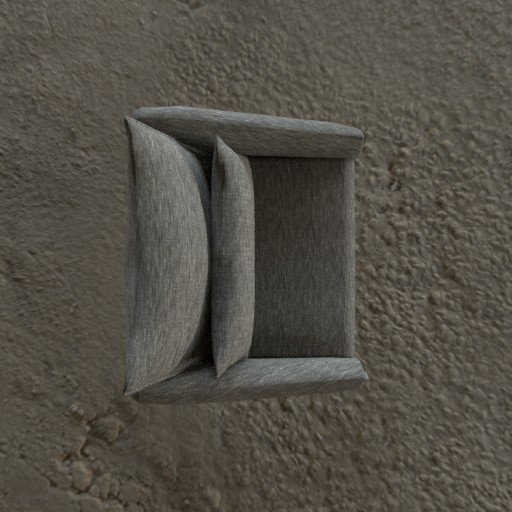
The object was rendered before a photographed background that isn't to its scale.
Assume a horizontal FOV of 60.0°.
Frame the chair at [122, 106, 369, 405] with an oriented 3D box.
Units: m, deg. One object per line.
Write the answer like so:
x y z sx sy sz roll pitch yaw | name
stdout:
0.000 0.000 1.628 0.805 0.842 1.004 0 89 -1 | chair
